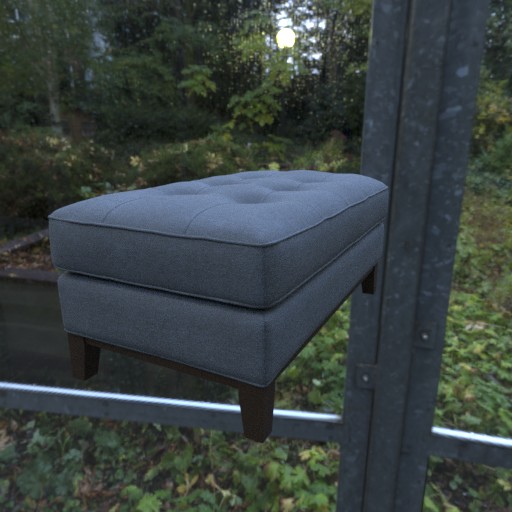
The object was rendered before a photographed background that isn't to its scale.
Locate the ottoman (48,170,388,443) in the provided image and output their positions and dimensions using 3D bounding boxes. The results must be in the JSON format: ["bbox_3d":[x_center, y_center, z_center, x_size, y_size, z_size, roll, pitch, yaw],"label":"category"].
[{"bbox_3d":[0.000,0.000,1.506,0.648,0.514,1.143,8,18,26],"label":"ottoman"}]
